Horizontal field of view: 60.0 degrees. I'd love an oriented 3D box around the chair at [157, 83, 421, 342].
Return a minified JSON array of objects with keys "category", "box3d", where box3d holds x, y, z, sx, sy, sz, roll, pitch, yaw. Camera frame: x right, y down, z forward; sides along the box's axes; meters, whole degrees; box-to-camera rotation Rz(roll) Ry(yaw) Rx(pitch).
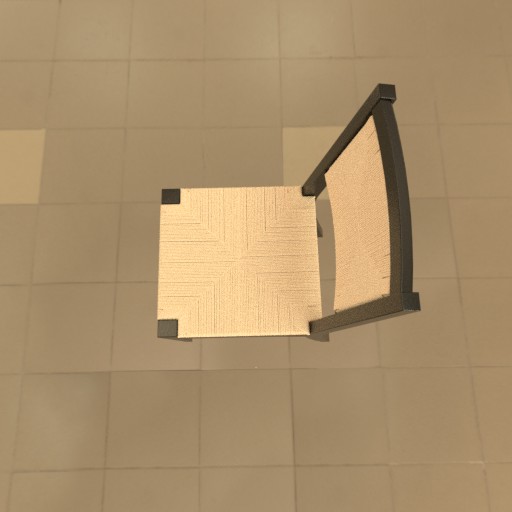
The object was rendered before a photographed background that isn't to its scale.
[{"category":"chair","box3d":[0.000,0.000,1.235,0.552,0.927,0.437,-1,76,0]}]
